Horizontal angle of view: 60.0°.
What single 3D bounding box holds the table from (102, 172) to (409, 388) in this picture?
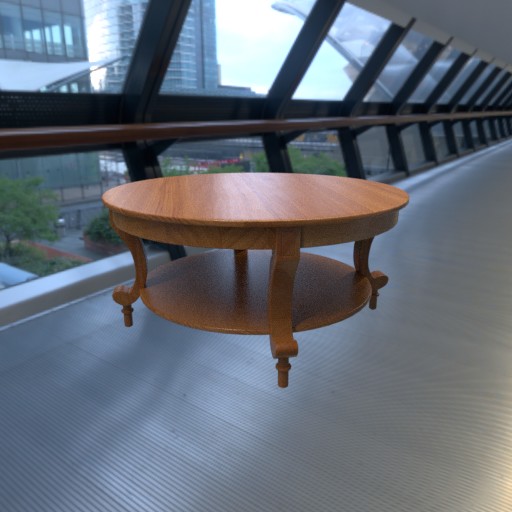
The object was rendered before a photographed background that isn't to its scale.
[{"bbox_3d":[0.000,0.000,1.624,1.029,0.490,1.029,0,17,0],"label":"table"}]
